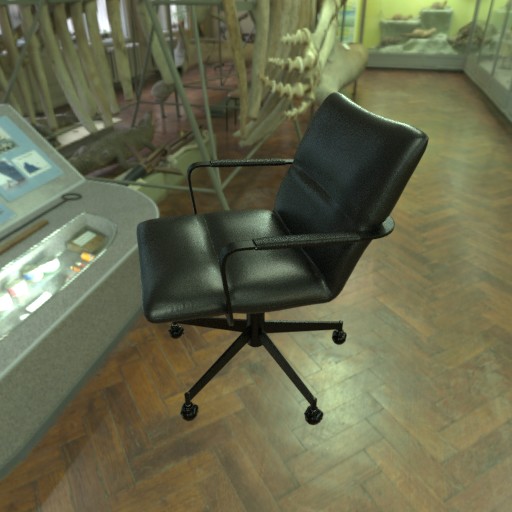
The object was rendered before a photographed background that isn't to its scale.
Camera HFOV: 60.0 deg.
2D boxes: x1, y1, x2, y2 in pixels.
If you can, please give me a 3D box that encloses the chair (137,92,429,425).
[{"bbox_3d":[0.000,0.000,1.465,0.748,0.922,0.719,-8,32,-13],"label":"chair"}]
